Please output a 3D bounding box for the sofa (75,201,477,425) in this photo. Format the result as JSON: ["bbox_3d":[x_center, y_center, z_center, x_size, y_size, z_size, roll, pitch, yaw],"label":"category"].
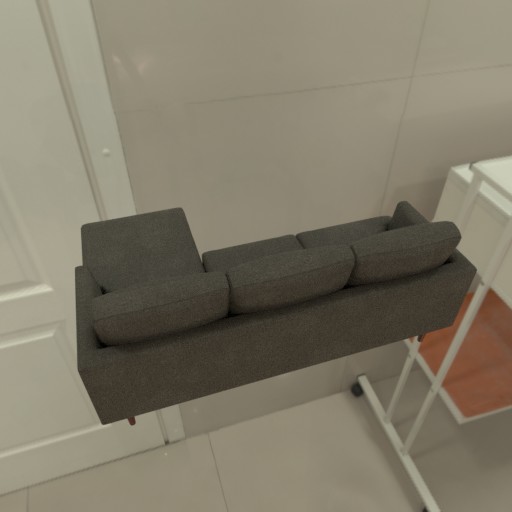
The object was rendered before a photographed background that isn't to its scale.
[{"bbox_3d":[0.000,0.000,2.974,2.233,0.956,1.504,-12,43,-14],"label":"sofa"}]
